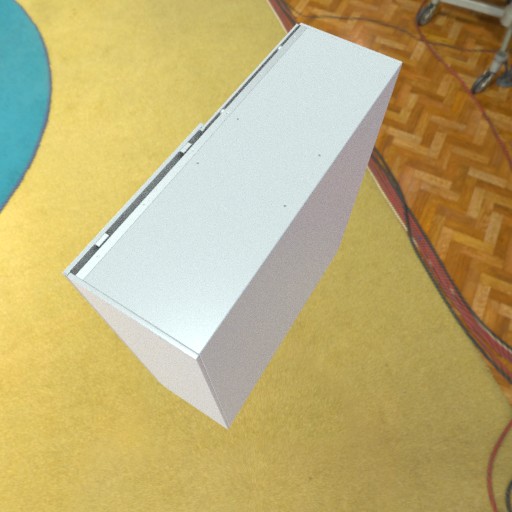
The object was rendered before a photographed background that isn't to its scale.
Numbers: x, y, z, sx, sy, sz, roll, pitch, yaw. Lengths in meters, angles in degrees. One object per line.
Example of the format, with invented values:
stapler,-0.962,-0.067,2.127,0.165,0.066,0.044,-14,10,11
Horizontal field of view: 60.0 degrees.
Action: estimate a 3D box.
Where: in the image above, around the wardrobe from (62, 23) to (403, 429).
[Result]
wardrobe,0.000,0.000,2.814,0.629,1.960,1.780,29,66,14
